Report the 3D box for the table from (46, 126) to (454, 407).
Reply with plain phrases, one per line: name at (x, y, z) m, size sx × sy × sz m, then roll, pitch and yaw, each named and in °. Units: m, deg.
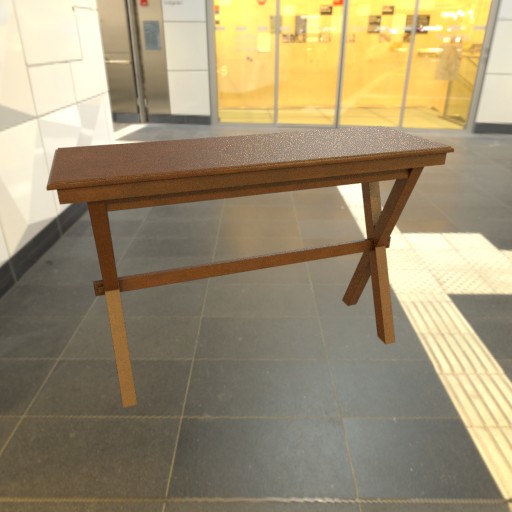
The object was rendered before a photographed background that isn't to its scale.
table at (0.000, 0.000, 1.565) m, size 1.197 × 0.763 × 0.399 m, roll -9°, pitch 28°, yaw -17°
